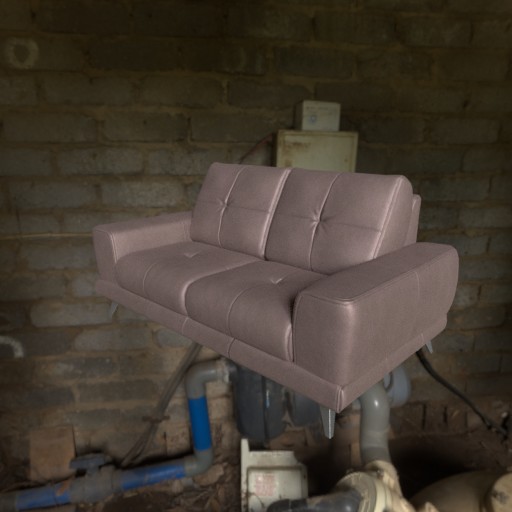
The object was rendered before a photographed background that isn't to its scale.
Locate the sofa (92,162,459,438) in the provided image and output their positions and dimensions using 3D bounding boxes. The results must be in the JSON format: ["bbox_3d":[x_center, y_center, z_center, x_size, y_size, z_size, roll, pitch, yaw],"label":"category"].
[{"bbox_3d":[0.000,0.000,2.385,1.806,0.907,1.018,14,21,42],"label":"sofa"}]
